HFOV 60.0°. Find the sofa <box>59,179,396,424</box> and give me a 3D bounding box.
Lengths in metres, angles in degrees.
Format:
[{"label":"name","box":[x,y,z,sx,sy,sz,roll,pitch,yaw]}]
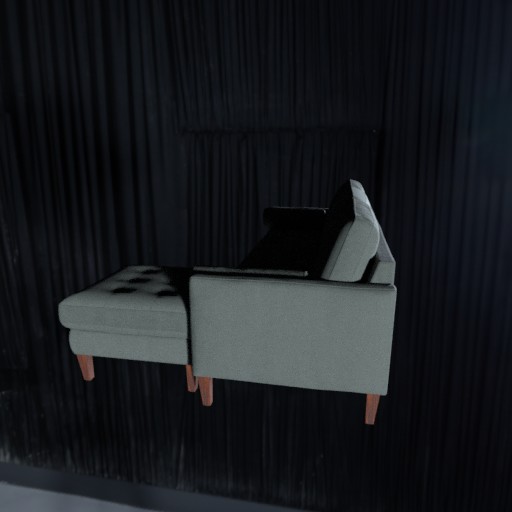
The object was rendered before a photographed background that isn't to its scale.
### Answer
[{"label":"sofa","box":[0.000,0.000,2.881,1.506,0.876,2.178,3,14,11]}]
